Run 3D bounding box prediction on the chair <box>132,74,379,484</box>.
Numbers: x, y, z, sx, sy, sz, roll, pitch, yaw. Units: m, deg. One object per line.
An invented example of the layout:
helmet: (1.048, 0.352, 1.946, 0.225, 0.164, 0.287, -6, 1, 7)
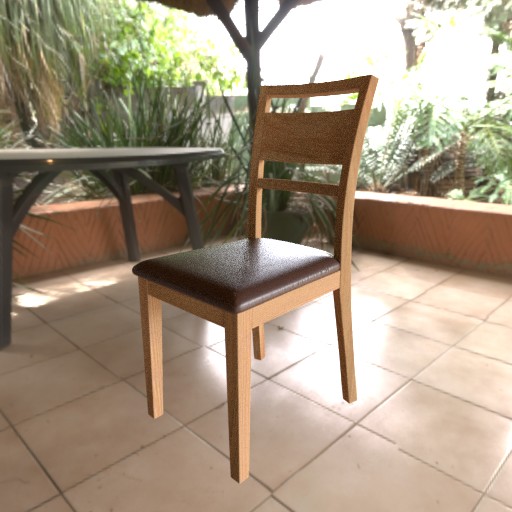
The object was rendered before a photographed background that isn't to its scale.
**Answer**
chair: (0.000, 0.000, 1.221, 0.420, 0.940, 0.545, 14, 21, 42)
